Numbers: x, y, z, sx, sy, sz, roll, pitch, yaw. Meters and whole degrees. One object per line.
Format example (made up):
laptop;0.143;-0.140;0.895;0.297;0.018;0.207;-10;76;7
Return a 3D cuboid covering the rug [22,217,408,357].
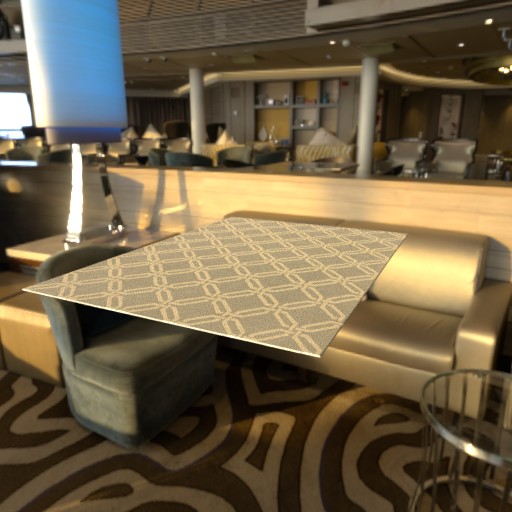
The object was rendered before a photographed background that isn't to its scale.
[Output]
rug;0.000;0.000;4.407;2.438;0.013;3.353;8;18;25
